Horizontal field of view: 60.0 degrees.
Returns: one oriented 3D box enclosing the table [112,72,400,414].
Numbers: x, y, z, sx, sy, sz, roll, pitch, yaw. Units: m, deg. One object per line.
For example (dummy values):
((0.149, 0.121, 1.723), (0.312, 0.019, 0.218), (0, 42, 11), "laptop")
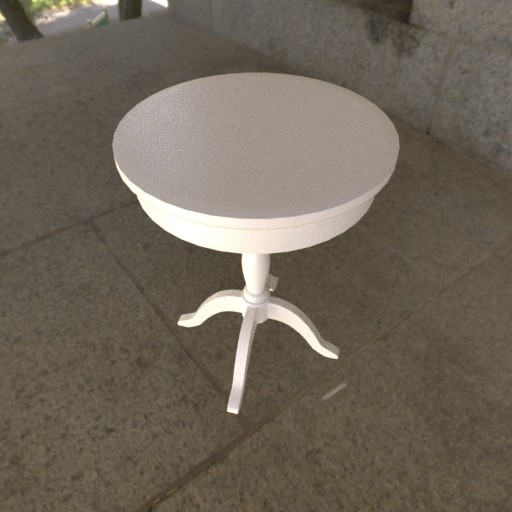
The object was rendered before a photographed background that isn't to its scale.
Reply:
((0.000, 0.000, 1.040), (0.513, 0.653, 0.513), (0, 44, 0), "table")
